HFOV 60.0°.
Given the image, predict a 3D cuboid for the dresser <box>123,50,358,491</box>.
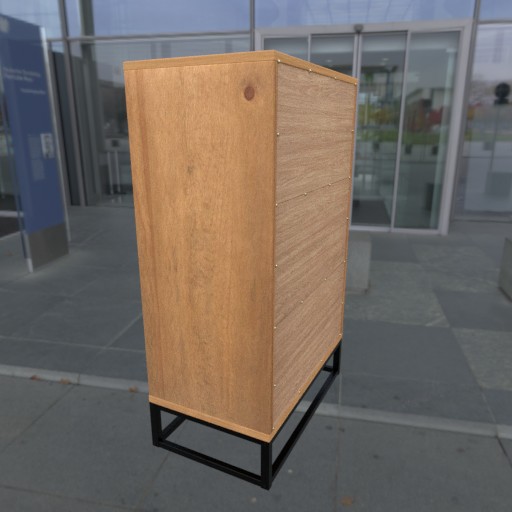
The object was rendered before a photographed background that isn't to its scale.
[{"bbox_3d":[0.000,0.000,1.607,0.479,1.240,0.761,8,18,26],"label":"dresser"}]
